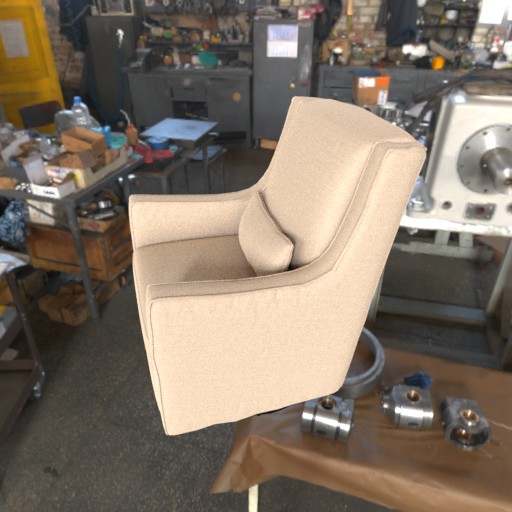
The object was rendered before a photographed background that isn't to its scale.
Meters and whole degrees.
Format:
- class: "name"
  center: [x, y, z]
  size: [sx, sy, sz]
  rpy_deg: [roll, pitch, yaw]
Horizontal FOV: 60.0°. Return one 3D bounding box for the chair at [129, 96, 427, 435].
- class: "chair"
  center: [0.000, 0.000, 1.622]
  size: [0.879, 0.993, 0.732]
  rpy_deg: [-10, 33, -15]
